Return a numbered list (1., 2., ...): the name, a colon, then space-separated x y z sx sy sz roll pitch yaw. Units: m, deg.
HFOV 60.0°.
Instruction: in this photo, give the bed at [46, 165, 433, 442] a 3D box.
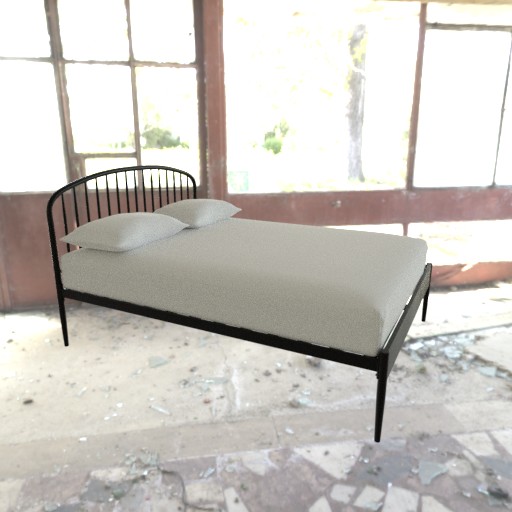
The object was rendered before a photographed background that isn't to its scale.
1. bed: 0.000 0.000 3.093 2.159 1.166 1.618 8 17 26
